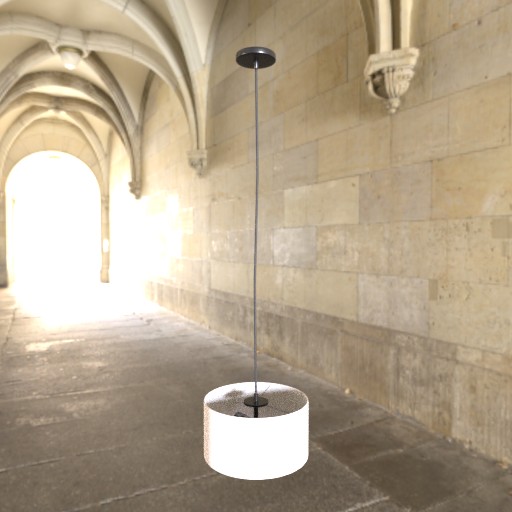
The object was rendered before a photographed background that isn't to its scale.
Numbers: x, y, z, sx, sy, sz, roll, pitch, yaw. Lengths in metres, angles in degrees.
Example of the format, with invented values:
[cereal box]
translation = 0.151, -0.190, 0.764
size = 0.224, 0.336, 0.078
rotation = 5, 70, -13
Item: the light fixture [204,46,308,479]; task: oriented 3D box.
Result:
[light fixture]
translation = 0.000, 0.000, 1.692
size = 0.399, 1.516, 0.399
rotation = 0, 1, 0
